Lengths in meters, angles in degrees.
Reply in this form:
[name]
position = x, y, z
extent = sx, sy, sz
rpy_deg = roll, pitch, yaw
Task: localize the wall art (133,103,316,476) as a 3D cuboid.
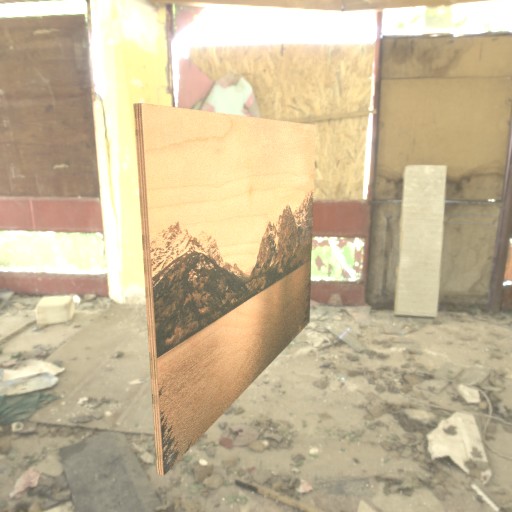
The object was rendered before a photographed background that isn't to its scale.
[wall art]
position = 0.000, 0.000, 0.685
extent = 0.010, 0.408, 0.508
rpy_deg = 7, 16, 25
